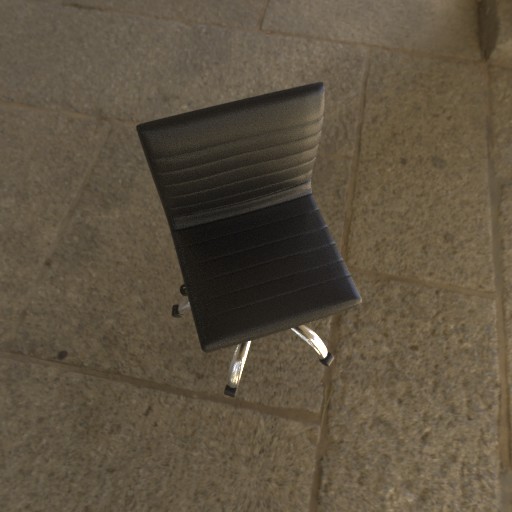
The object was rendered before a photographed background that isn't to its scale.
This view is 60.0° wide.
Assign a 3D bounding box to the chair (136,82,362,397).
[{"bbox_3d":[0.000,0.000,1.155,0.556,0.780,0.530,-16,65,-8],"label":"chair"}]
